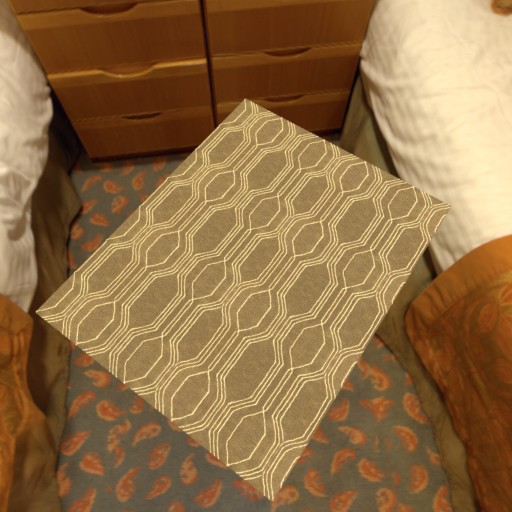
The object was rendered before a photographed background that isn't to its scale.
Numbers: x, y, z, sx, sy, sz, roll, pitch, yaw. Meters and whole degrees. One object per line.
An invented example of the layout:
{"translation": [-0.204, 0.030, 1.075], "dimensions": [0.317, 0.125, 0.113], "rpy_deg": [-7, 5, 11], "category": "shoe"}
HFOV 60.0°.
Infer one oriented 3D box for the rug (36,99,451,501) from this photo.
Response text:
{"translation": [0.000, 0.000, 4.034], "dimensions": [2.457, 0.012, 3.062], "rpy_deg": [32, 68, 15], "category": "rug"}
